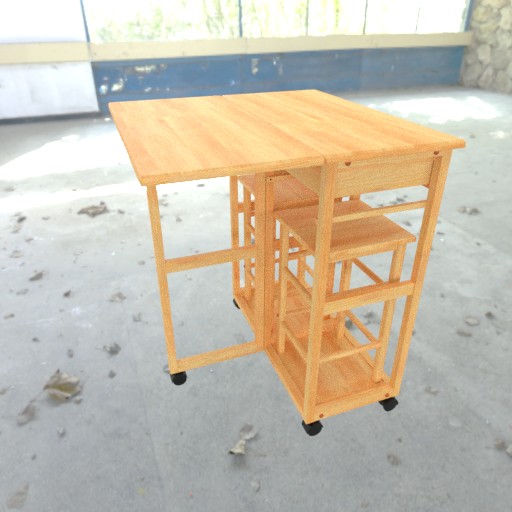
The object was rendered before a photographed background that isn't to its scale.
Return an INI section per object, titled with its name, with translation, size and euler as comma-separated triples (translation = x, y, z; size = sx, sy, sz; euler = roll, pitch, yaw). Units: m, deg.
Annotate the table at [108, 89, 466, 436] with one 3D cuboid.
[table]
translation = 0.000, 0.000, 1.358
size = 0.693, 0.832, 0.752
euler = -10, 31, -18
